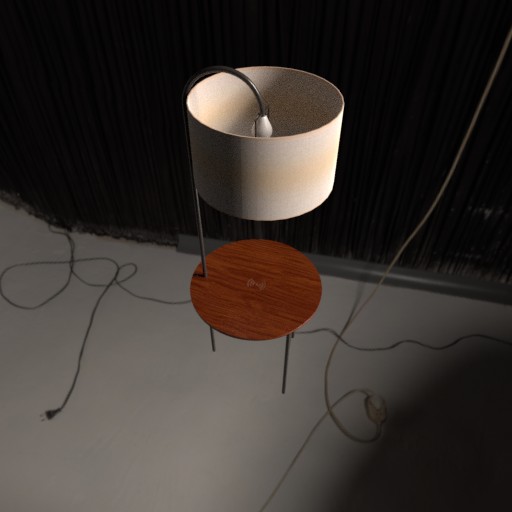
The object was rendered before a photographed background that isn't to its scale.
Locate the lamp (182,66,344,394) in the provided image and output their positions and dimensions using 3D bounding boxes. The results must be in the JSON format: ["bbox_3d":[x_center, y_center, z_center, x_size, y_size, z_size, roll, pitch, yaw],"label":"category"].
[{"bbox_3d":[0.000,0.000,1.810,0.573,1.517,0.573,0,45,0],"label":"lamp"}]
